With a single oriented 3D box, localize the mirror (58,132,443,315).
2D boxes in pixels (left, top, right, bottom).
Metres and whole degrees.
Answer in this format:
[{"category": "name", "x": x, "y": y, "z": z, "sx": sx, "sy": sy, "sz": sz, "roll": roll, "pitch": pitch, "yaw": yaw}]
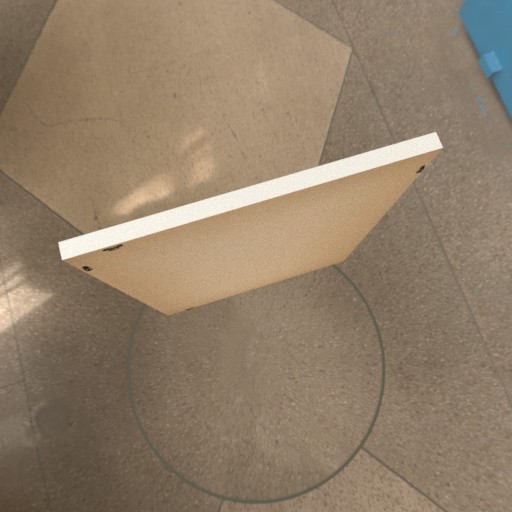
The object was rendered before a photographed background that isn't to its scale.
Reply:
[{"category": "mirror", "x": 0.000, "y": 0.000, "z": 1.344, "sx": 0.762, "sy": 1.016, "sz": 0.041, "roll": -17, "pitch": 77, "yaw": -4}]
